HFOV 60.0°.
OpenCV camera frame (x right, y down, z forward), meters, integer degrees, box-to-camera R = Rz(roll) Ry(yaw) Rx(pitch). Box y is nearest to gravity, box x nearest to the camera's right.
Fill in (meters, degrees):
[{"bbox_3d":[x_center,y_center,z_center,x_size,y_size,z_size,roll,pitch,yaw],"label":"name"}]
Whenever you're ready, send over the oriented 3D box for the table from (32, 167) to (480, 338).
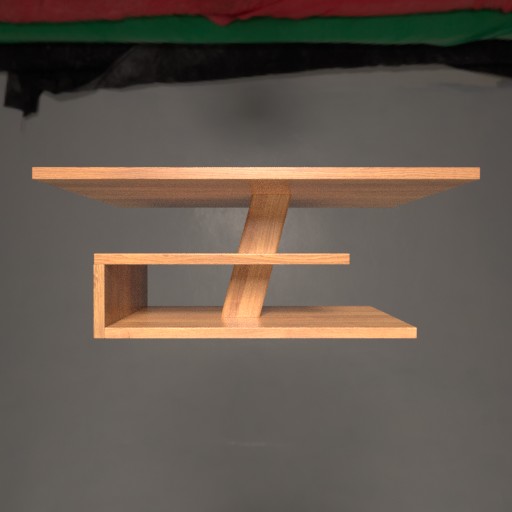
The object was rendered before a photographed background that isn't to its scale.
[{"bbox_3d":[0.000,0.000,1.440,1.100,0.442,0.700,0,1,0],"label":"table"}]
